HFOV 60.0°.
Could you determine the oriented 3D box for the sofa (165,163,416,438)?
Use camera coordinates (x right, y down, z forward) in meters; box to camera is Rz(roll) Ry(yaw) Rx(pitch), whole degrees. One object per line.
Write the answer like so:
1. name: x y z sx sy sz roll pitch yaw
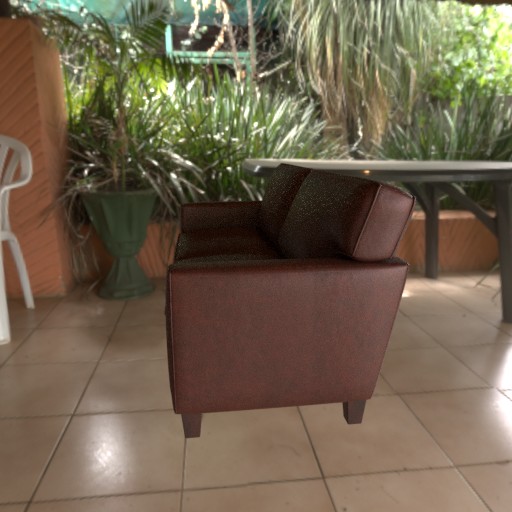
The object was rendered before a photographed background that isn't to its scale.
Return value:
1. sofa: 0.000 0.000 2.401 0.912 0.928 1.876 -2 14 -8
